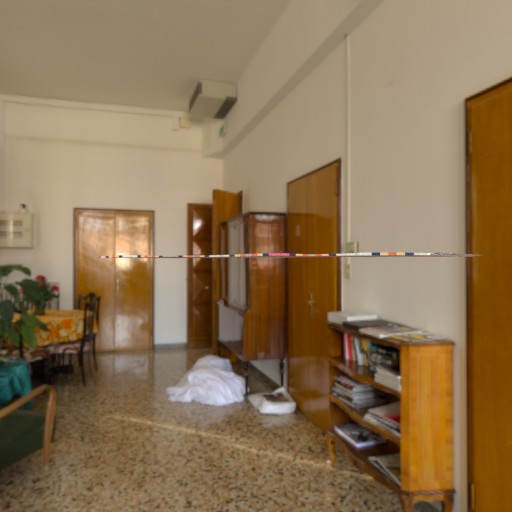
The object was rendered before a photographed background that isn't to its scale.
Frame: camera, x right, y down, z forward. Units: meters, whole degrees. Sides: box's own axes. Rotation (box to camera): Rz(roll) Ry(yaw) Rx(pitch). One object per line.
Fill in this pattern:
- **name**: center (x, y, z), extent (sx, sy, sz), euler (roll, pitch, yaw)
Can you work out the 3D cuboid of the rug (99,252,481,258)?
- **rug**: center (0.000, 0.000, 2.761), extent (2.455, 0.017, 0.695), euler (0, -1, 38)
